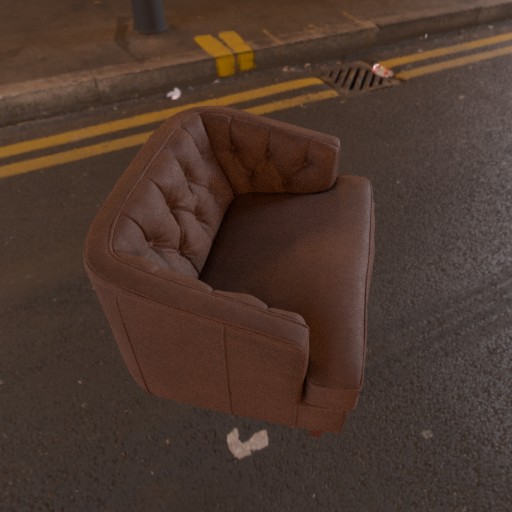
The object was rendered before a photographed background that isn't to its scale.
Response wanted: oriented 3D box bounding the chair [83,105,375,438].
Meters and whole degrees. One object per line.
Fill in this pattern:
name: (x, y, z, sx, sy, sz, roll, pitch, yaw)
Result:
chair: (0.000, 0.000, 1.756, 0.914, 0.787, 1.118, 9, 46, 8)
